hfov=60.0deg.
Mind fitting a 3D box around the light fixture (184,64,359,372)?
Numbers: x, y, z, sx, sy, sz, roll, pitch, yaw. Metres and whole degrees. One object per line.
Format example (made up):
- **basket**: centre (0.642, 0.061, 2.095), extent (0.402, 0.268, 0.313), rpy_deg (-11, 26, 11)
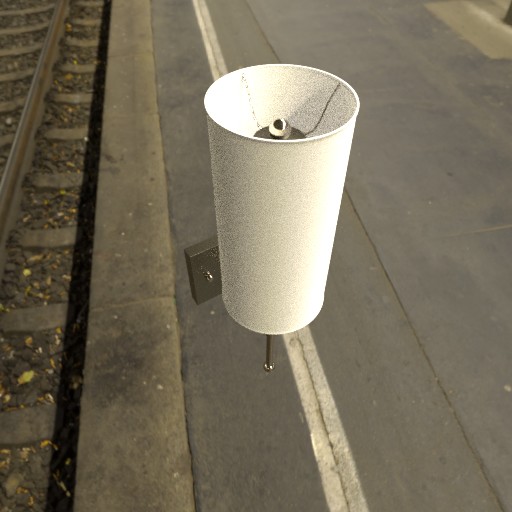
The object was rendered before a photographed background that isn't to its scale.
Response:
- **light fixture**: centre (0.000, 0.000, 0.562), extent (0.128, 0.462, 0.208), rpy_deg (-25, 52, -21)
